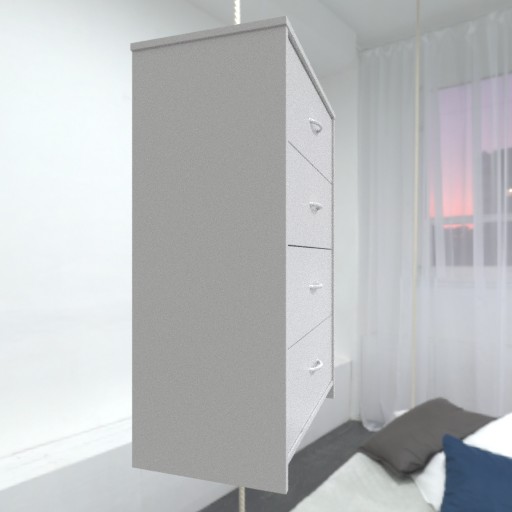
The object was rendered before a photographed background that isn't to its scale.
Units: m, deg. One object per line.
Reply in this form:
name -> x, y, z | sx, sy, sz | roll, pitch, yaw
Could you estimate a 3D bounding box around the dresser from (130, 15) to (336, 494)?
dresser -> 0.000, 0.000, 1.333 | 0.401, 1.021, 0.704 | 0, 0, 19
